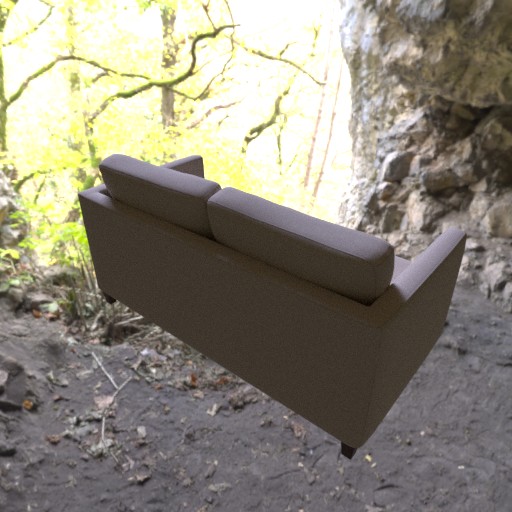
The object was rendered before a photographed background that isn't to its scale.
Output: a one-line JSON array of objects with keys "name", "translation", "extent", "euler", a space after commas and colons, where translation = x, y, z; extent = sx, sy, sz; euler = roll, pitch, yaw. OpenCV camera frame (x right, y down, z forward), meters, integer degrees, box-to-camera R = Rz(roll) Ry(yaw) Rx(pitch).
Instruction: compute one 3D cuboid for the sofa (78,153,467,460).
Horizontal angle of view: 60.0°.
[{"name": "sofa", "translation": [0.000, 0.000, 2.219], "extent": [1.722, 0.888, 0.873], "euler": [23, 37, 33]}]
